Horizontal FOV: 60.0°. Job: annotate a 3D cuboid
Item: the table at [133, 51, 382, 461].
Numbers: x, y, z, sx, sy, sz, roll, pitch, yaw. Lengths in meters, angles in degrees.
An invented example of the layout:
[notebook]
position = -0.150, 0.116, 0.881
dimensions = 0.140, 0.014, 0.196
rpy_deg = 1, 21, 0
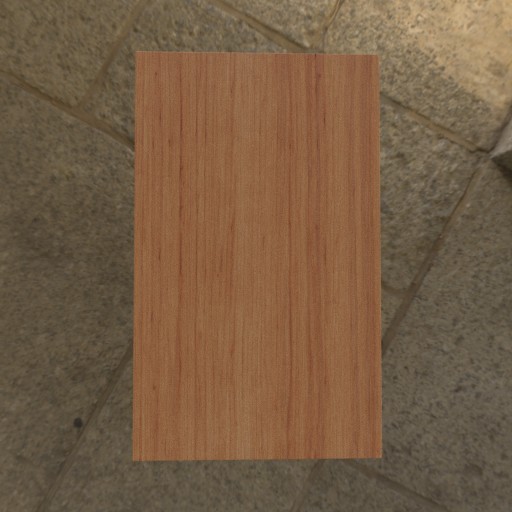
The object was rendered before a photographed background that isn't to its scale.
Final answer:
[table]
position = 0.000, 0.000, 1.476
dimensions = 0.695, 0.457, 1.146
rpy_deg = 0, 89, -2
